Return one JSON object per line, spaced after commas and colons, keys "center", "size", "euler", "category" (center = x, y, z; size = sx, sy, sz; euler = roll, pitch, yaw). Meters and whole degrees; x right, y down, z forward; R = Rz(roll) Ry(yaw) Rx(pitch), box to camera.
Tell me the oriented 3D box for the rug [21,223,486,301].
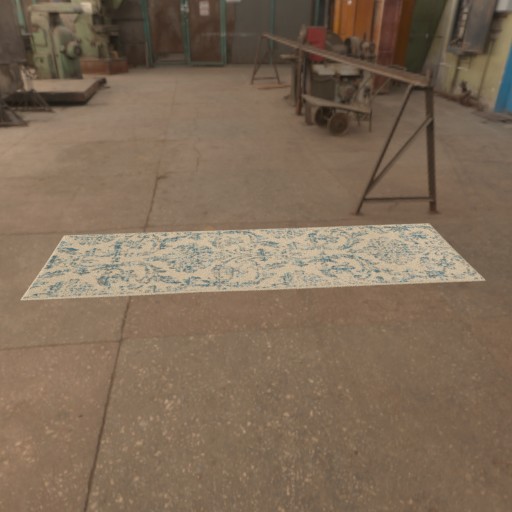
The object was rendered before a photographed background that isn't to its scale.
{"center": [0.000, 0.000, 2.374], "size": [2.196, 0.011, 0.662], "euler": [-2, 29, -4], "category": "rug"}
